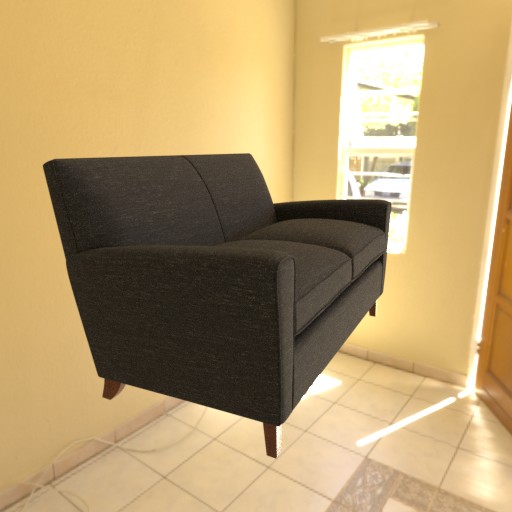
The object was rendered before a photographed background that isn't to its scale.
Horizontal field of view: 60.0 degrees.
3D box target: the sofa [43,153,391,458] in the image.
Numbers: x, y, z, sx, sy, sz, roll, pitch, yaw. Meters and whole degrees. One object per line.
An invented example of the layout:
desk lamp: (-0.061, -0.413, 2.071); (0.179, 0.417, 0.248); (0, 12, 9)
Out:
sofa: (0.000, 0.000, 1.923); (0.875, 0.846, 1.420); (7, 16, 27)
